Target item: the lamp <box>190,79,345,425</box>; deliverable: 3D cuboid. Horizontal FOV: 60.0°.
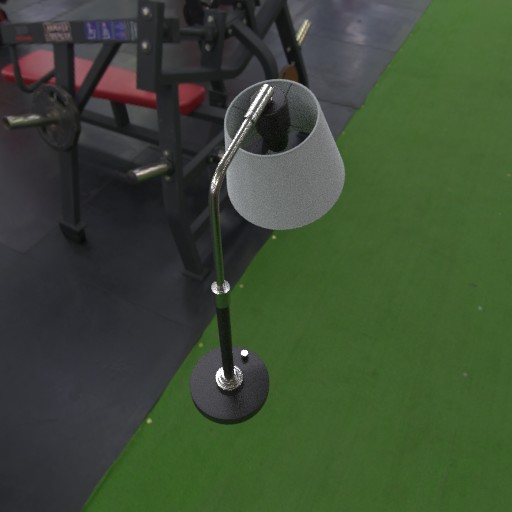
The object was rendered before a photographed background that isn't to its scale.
[{"bbox_3d":[0.000,0.000,0.697,0.181,0.539,0.348,23,52,19],"label":"lamp"}]
